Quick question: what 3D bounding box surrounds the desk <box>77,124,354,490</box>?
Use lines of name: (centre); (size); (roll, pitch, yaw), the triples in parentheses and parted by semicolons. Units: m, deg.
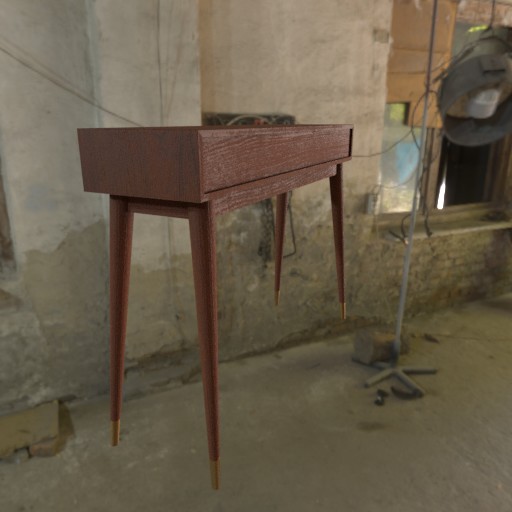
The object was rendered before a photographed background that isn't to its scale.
desk: (0.000, 0.000, 1.627); (0.384, 0.917, 1.204); (9, 19, 26)
